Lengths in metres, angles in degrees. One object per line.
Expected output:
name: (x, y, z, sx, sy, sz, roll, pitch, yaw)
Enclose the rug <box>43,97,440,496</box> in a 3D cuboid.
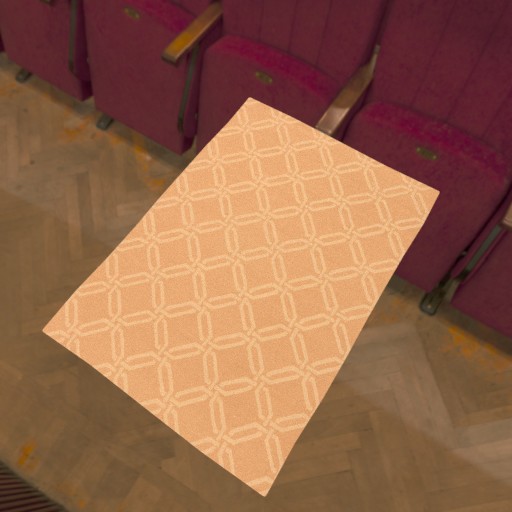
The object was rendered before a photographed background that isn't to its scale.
rug: (0.000, 0.000, 2.712, 1.524, 0.013, 2.135, 31, 68, 14)
